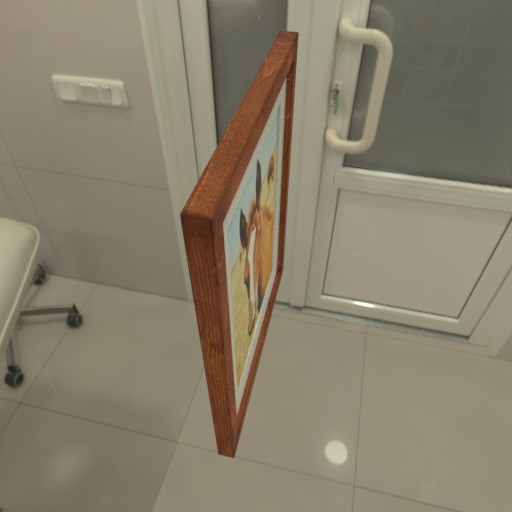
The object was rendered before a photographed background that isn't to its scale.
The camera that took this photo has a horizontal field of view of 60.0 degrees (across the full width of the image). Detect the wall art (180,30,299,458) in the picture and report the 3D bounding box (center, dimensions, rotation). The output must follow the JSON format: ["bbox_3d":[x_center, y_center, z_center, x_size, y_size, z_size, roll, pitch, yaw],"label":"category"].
[{"bbox_3d":[0.000,0.000,0.743,0.030,0.558,0.462,10,46,9],"label":"wall art"}]
